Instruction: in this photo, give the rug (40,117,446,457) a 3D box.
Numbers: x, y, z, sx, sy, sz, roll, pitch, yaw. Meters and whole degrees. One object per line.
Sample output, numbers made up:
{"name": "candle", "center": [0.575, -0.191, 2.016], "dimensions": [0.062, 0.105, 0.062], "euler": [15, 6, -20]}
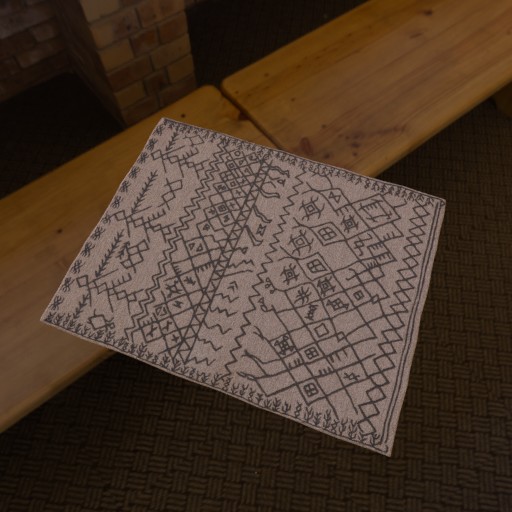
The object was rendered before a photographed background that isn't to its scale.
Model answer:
{"name": "rug", "center": [0.000, 0.000, 3.235], "dimensions": [2.455, 0.025, 1.964], "euler": [18, 65, 9]}
